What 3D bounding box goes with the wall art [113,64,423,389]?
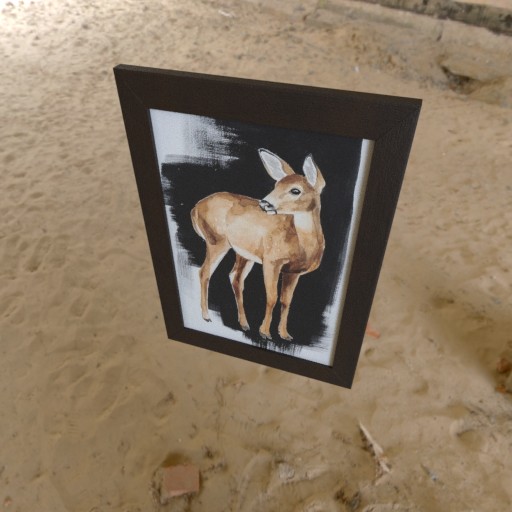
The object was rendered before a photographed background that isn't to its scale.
[{"bbox_3d":[0.000,0.000,0.664,0.359,0.513,0.017,12,42,14],"label":"wall art"}]
